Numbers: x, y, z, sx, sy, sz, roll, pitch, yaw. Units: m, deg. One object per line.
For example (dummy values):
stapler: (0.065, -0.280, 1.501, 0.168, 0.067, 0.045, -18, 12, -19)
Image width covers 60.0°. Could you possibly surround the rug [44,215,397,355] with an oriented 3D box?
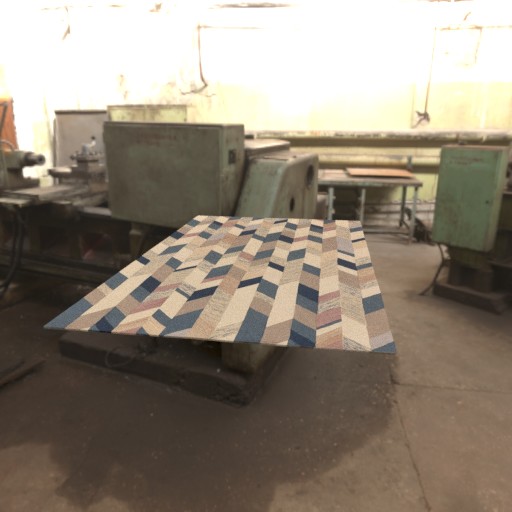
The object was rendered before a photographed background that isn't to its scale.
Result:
rug: (0.000, 0.000, 2.967, 1.513, 0.008, 2.423, 3, 17, 9)
